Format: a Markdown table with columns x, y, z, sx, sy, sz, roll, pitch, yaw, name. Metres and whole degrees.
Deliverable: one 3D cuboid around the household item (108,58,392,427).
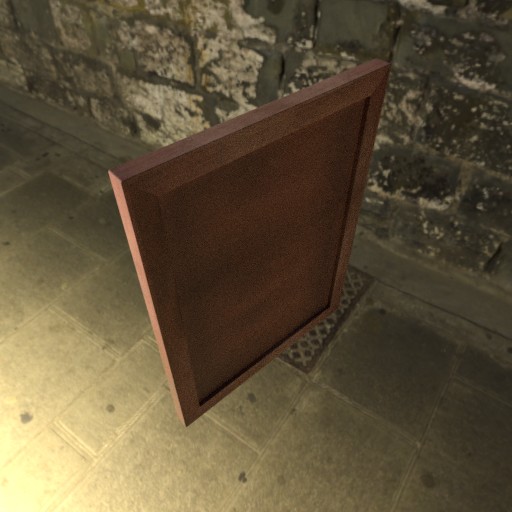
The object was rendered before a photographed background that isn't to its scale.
| x | y | z | sx | sy | sz | roll | pitch | yaw | name |
| --- | --- | --- | --- | --- | --- | --- | --- | --- | --- |
| 0.000 | 0.000 | 0.545 | 0.310 | 0.407 | 0.067 | -32 | 53 | -27 | household item |
